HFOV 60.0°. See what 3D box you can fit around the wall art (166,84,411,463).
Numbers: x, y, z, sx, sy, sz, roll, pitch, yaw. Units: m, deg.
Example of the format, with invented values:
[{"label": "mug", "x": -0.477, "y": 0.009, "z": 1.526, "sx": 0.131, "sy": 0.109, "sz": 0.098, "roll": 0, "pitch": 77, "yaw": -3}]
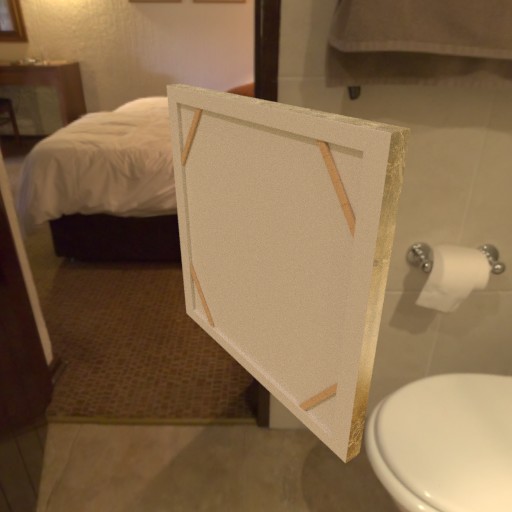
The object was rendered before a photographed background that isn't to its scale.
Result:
[{"label": "wall art", "x": 0.000, "y": 0.000, "z": 0.914, "sx": 0.038, "sy": 0.610, "sz": 0.610, "roll": -19, "pitch": 33, "yaw": -32}]
